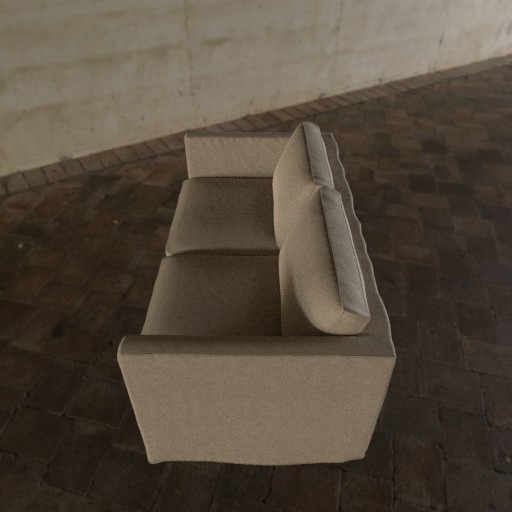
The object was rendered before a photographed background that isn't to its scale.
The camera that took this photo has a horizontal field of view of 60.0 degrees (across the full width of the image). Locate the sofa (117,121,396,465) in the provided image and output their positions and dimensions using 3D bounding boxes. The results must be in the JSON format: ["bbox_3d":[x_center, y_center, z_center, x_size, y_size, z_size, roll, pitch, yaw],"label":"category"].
[{"bbox_3d":[0.000,0.000,2.278,0.956,0.828,1.766,0,39,0],"label":"sofa"}]
